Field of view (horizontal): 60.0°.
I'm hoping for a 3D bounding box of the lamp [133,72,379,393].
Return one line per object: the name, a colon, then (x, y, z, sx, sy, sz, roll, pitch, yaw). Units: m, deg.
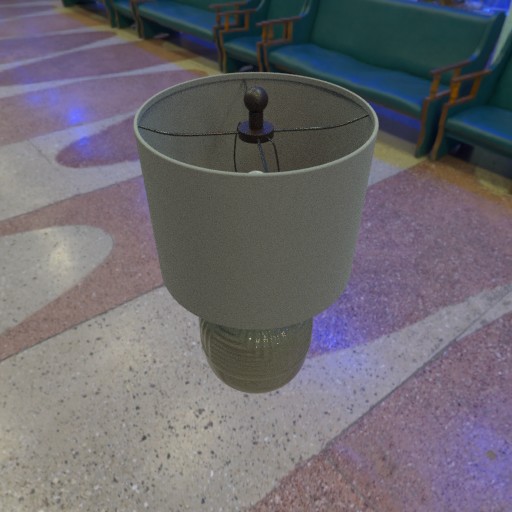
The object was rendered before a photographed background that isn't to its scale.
lamp: (0.000, 0.000, 0.748, 0.318, 0.567, 0.318, 0, 41, 0)
